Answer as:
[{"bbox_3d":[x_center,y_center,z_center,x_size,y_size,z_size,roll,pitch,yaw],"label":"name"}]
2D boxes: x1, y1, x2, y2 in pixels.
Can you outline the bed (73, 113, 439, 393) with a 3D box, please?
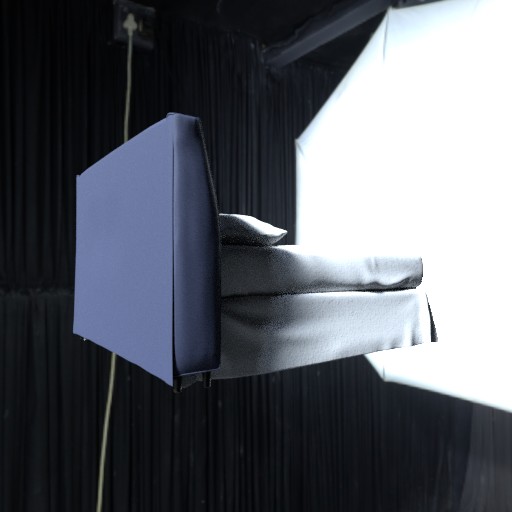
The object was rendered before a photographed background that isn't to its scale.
[{"bbox_3d":[0.000,0.000,3.454,2.276,1.332,1.925,1,-1,-35],"label":"bed"}]
